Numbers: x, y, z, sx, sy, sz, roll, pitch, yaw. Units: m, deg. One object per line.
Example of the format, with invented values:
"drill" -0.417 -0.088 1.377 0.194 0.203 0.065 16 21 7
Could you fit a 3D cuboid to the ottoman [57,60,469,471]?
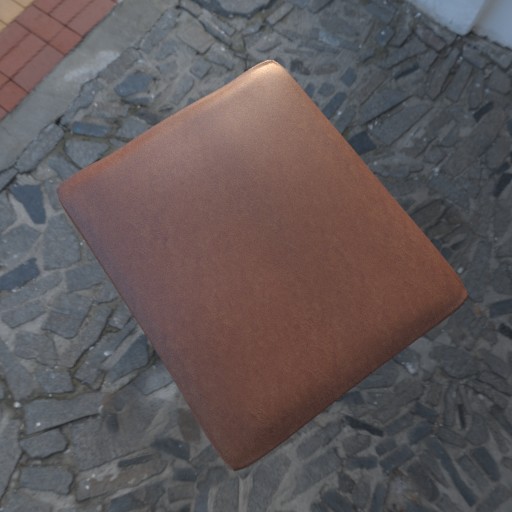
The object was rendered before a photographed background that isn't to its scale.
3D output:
"ottoman" 0.000 0.000 1.460 0.836 0.472 0.987 -34 78 -8
